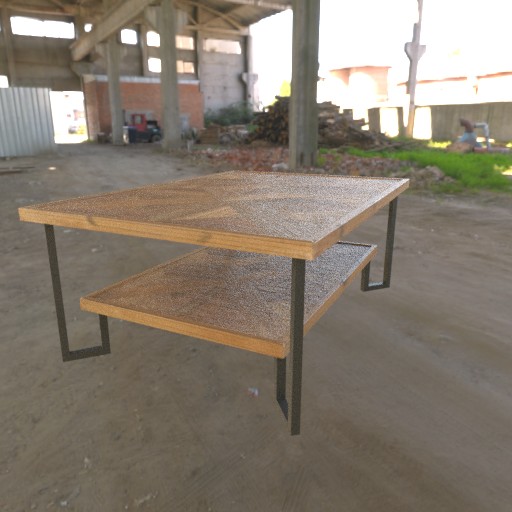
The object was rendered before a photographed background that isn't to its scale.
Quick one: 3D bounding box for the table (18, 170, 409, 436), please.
[{"bbox_3d":[0.000,0.000,1.655,0.877,0.492,1.238,8,18,26],"label":"table"}]
